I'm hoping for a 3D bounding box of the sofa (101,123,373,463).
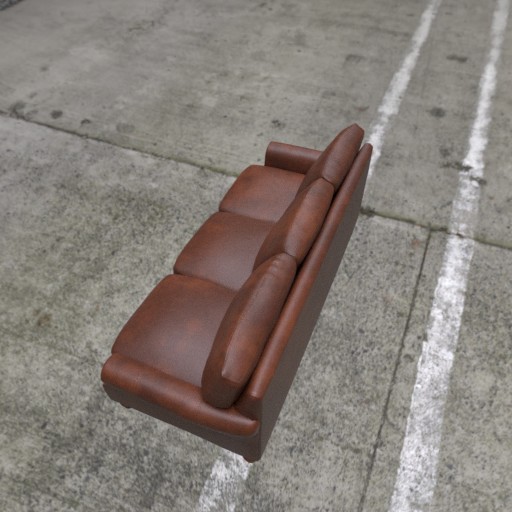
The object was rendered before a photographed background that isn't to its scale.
[{"bbox_3d":[0.000,0.000,2.909,0.973,0.977,2.351,17,48,16],"label":"sofa"}]
